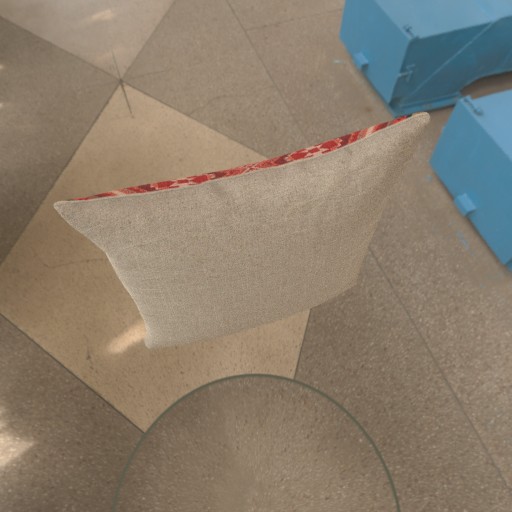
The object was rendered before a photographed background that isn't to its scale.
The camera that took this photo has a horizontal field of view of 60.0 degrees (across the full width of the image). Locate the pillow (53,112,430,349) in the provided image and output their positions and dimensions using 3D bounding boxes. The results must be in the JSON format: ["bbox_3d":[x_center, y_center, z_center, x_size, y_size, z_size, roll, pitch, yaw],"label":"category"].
[{"bbox_3d":[0.000,0.000,0.792,0.513,0.511,0.158,-16,61,-9],"label":"pillow"}]
